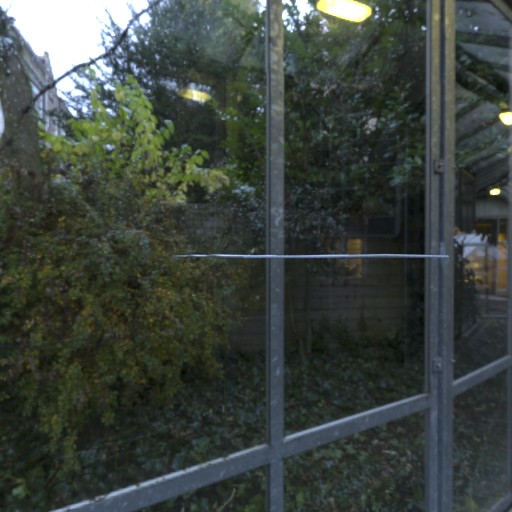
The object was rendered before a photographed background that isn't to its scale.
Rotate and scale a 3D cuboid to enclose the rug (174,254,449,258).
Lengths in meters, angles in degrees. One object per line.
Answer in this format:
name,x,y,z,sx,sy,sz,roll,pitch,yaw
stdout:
rug,0.000,0.000,2.665,0.762,0.013,2.439,0,0,-16
